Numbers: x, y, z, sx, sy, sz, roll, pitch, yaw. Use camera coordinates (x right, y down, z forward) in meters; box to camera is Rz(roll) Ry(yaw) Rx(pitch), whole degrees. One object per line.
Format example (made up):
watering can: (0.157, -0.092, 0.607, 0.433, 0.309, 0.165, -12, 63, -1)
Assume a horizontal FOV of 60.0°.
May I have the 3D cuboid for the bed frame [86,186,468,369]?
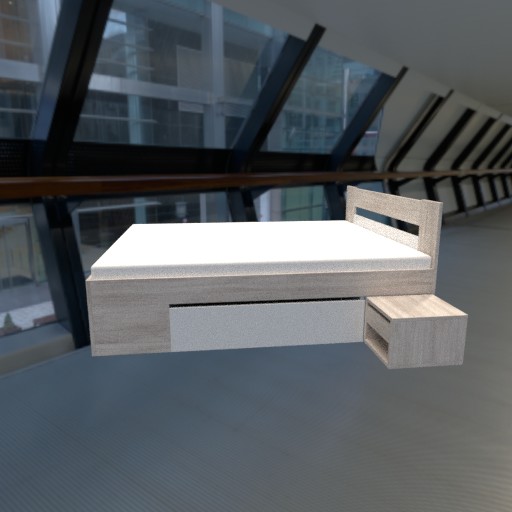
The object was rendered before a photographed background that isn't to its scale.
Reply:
bed frame: (0.000, 0.000, 3.185, 2.050, 0.860, 2.040, -2, 13, -7)
